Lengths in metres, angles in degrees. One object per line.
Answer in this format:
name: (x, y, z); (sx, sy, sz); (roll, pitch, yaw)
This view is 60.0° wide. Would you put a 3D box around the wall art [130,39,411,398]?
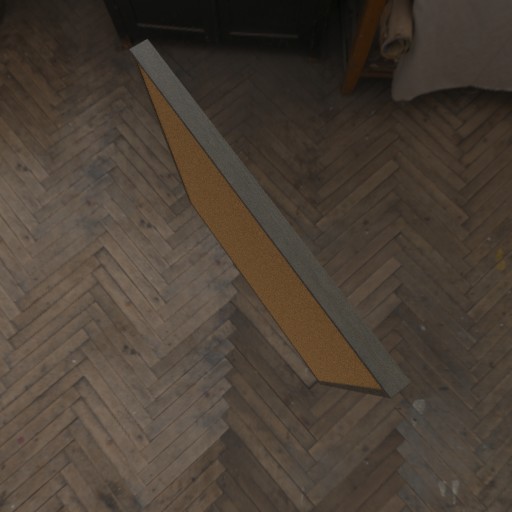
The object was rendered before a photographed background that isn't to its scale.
wall art: (0.000, 0.000, 1.114); (0.039, 0.758, 0.758); (-34, 78, -8)
